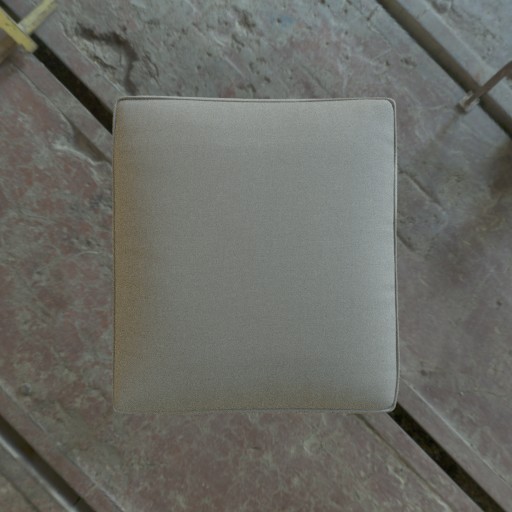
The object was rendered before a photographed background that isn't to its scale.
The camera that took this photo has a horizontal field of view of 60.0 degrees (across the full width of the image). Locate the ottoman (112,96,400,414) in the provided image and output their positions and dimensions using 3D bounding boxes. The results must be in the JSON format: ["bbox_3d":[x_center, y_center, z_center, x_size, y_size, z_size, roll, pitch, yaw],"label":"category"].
[{"bbox_3d":[0.000,0.000,1.150,0.662,0.505,0.716,0,89,-1],"label":"ottoman"}]
